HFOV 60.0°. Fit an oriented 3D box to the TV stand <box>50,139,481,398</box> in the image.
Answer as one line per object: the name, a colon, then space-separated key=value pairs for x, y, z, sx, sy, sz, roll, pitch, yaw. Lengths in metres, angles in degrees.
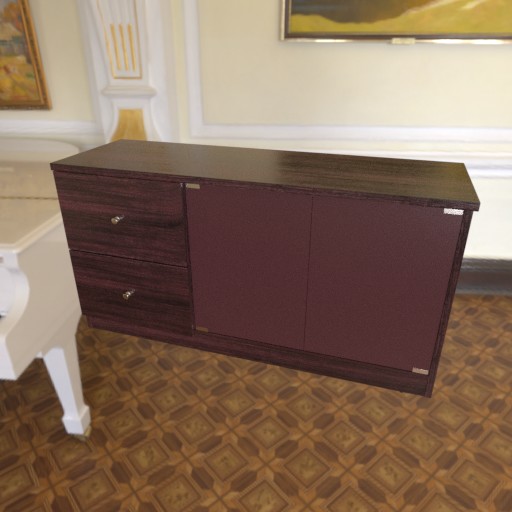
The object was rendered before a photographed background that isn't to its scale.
TV stand: x=0.000 y=0.000 z=1.464 sx=1.192 sy=0.614 sz=0.404 roll=8 pitch=27 yaw=16
